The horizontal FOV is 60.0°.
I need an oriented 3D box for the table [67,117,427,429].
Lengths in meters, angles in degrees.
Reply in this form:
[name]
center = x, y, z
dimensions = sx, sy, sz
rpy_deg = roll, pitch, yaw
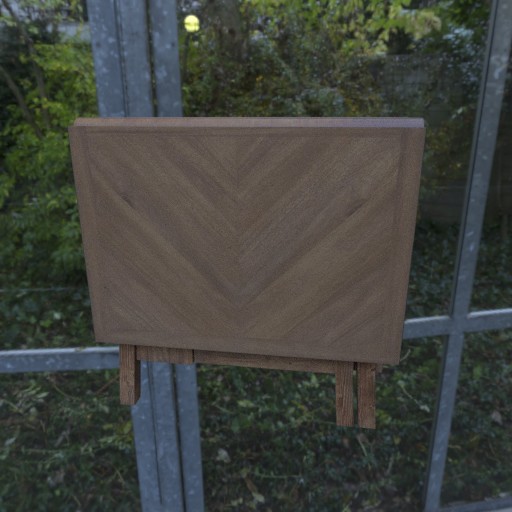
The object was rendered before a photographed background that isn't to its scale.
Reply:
[table]
center = 0.000, 0.000, 1.645
dimensions = 0.967, 0.981, 0.701
rpy_deg = 3, 18, 8
